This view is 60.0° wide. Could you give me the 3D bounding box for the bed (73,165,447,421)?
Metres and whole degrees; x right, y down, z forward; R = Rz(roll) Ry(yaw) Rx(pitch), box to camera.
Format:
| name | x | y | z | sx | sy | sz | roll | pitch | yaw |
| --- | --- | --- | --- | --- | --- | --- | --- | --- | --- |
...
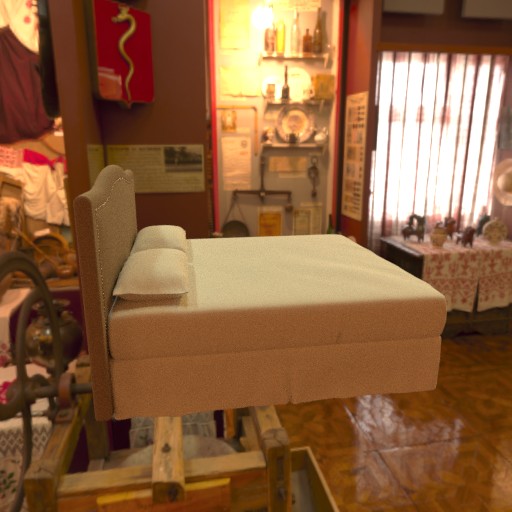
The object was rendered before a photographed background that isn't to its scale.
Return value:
| name | x | y | z | sx | sy | sz | roll | pitch | yaw |
| --- | --- | --- | --- | --- | --- | --- | --- | --- | --- |
| bed | 0.000 | 0.000 | 3.485 | 2.182 | 1.421 | 2.083 | -2 | 15 | -9 |
